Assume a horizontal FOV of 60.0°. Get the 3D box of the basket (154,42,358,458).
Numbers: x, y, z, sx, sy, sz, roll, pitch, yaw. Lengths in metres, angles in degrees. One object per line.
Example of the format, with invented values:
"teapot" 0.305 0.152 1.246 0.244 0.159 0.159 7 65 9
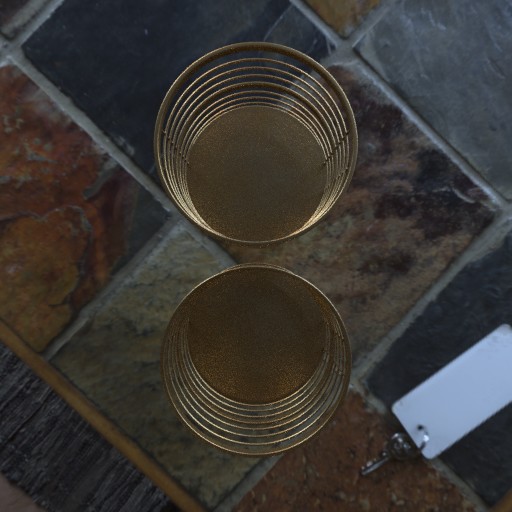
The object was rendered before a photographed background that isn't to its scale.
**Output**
"basket" 0.000 0.000 0.946 0.356 0.351 0.746 0 90 0
